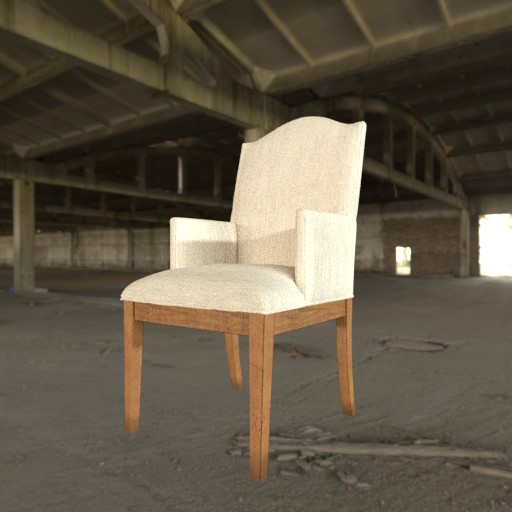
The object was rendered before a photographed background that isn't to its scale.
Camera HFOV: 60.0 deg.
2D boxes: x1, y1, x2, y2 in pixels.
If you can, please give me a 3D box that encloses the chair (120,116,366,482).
[{"bbox_3d":[0.000,0.000,1.395,0.533,1.016,0.641,0,0,36],"label":"chair"}]
